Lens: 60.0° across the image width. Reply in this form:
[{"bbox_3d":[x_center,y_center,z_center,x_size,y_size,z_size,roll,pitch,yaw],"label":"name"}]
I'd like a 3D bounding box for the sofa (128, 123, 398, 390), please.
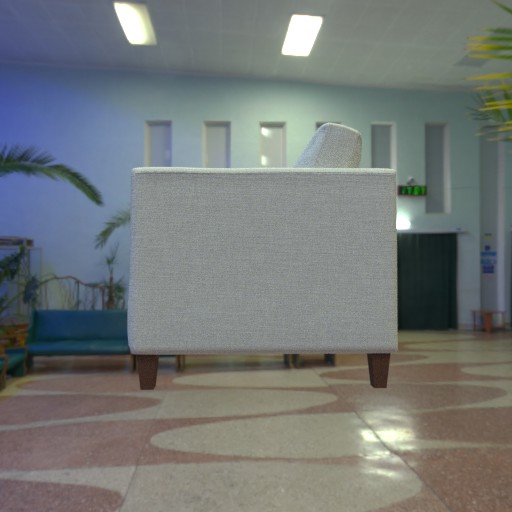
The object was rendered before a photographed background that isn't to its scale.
[{"bbox_3d":[0.000,0.000,2.418,0.950,0.963,1.838,0,-1,-2],"label":"sofa"}]
